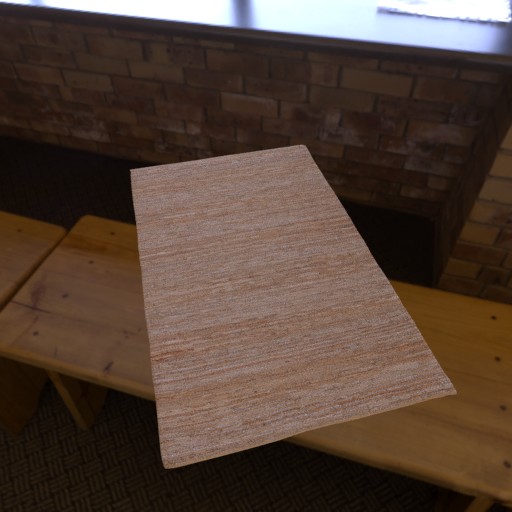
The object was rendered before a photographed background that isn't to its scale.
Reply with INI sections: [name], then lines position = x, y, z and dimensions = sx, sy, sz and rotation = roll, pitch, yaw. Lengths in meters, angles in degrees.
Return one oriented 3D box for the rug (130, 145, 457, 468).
[rug]
position = 0.000, 0.000, 2.987
dimensions = 1.529, 0.009, 2.446
rotation = -11, 47, -10
